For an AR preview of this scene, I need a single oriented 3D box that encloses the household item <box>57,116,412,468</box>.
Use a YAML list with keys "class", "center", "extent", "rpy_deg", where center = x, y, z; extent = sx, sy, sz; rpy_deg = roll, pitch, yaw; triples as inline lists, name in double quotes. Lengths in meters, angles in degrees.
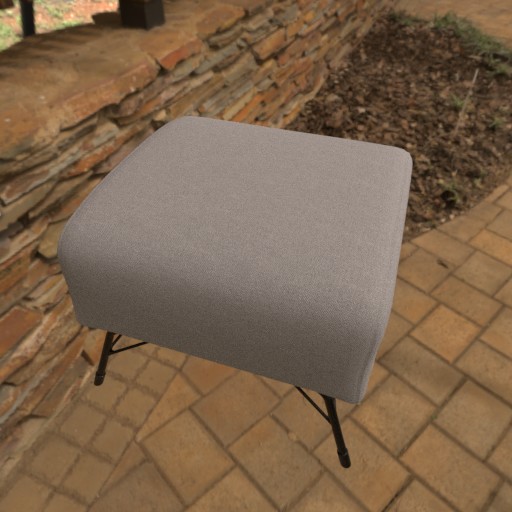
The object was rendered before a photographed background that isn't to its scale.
- class: "household item"
  center: [0.000, 0.000, 0.894]
  extent: [0.530, 0.410, 0.530]
  rpy_deg: [13, 44, 14]
